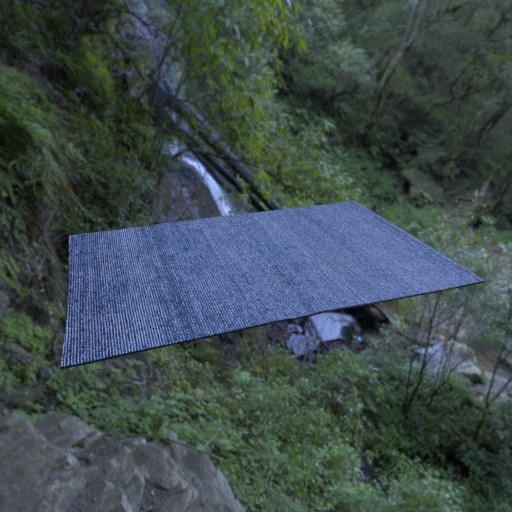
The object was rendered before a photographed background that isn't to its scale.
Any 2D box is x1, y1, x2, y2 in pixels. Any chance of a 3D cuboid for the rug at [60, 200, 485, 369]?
[{"bbox_3d":[0.000,0.000,2.216,1.793,0.025,1.159,-9,27,-17],"label":"rug"}]
